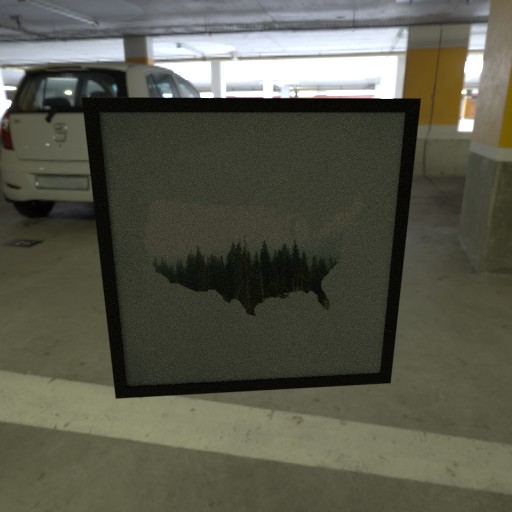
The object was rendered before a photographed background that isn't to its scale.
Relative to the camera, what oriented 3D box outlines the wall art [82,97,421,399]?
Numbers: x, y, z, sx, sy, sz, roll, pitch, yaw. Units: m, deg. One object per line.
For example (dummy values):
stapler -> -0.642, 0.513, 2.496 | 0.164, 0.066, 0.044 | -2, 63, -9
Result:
wall art -> 0.000, 0.000, 0.758 | 0.509, 0.509, 0.040 | -2, 18, -5
